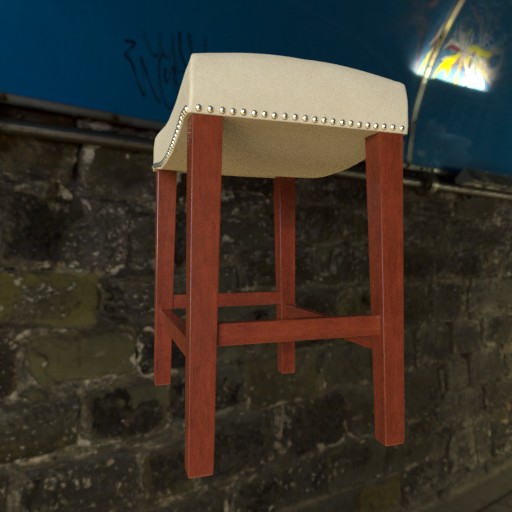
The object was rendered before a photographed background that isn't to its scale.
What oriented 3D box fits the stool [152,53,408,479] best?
[{"bbox_3d":[0.000,0.000,0.916,0.375,0.632,0.509,0,1,-19],"label":"stool"}]
